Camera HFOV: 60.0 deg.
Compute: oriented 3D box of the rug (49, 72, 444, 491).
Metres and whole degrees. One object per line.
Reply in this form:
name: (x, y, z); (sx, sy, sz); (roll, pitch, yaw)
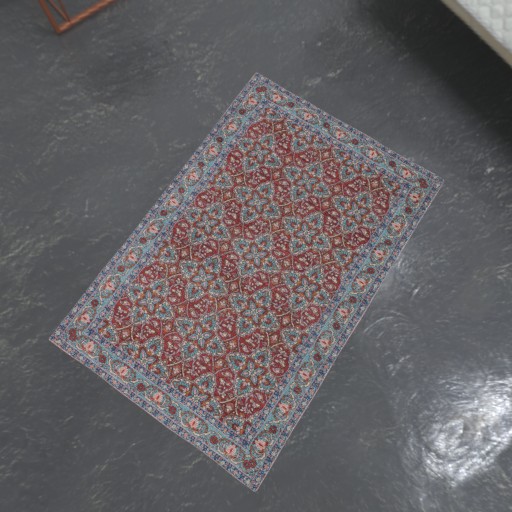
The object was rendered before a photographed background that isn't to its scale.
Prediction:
rug: (0.000, 0.000, 2.271); (1.219, 0.009, 1.829); (33, 77, 8)
